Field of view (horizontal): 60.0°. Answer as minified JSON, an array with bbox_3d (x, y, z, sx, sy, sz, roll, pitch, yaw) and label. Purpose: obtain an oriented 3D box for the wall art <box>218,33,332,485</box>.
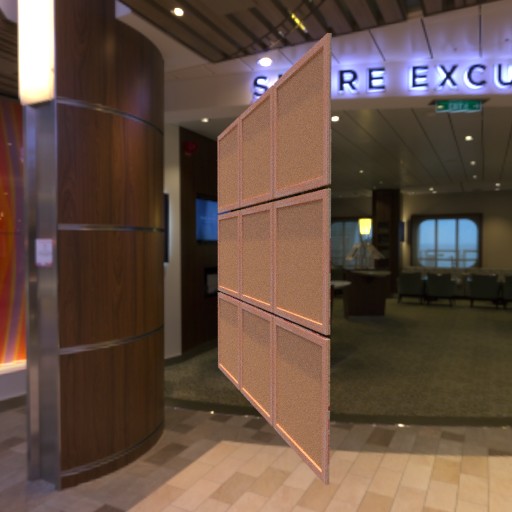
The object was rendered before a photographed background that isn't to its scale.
[{"bbox_3d":[0.000,0.000,1.771,0.013,1.220,1.216,-1,2,-19],"label":"wall art"}]
